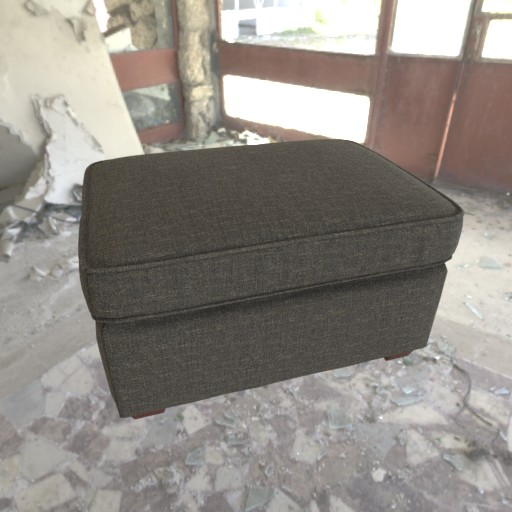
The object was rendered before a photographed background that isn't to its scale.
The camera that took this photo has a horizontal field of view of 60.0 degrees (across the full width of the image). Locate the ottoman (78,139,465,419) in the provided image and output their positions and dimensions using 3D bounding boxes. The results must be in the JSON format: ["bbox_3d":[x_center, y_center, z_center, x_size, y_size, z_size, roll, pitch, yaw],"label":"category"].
[{"bbox_3d":[0.000,0.000,1.081,0.749,0.450,0.549,-9,32,-14],"label":"ottoman"}]
